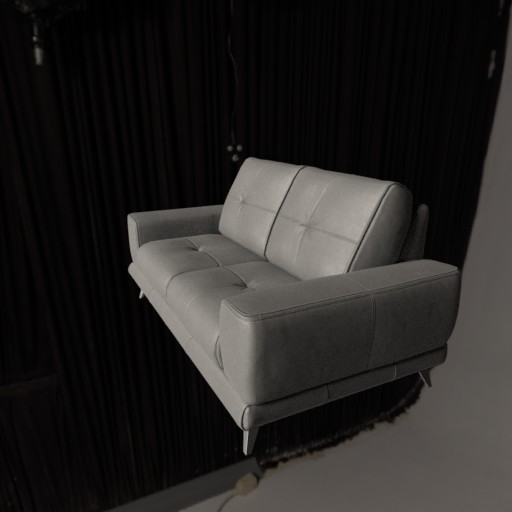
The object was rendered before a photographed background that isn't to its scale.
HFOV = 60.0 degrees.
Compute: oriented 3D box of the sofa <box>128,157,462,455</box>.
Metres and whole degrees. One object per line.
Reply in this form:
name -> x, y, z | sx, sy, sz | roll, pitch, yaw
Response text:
sofa -> 0.000, 0.000, 2.341 | 1.018, 0.907, 1.806 | -9, 19, -26
